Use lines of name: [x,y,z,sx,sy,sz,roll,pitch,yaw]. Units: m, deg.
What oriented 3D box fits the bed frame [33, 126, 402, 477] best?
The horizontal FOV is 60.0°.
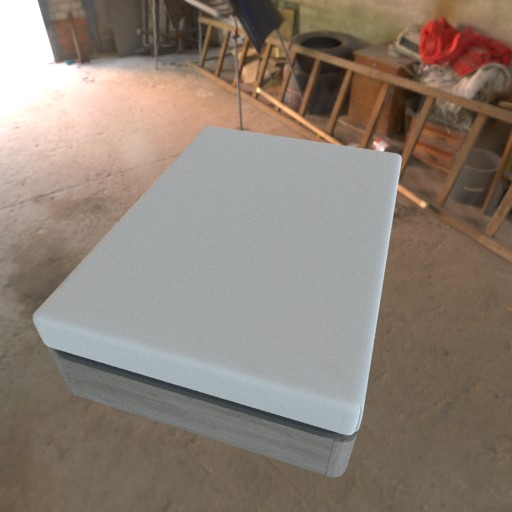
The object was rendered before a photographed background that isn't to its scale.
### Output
bed frame: [0.000,0.000,2.518,1.400,0.561,1.900,12,43,13]
